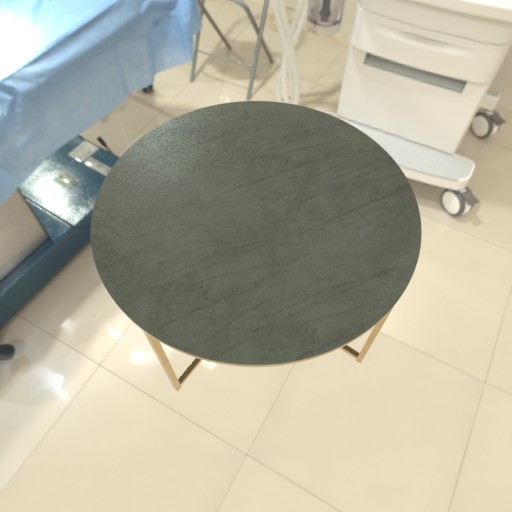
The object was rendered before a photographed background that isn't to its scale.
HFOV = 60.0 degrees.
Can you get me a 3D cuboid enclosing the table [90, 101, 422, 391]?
[{"bbox_3d":[0.000,0.000,1.281,0.800,0.450,0.800,0,57,0],"label":"table"}]
